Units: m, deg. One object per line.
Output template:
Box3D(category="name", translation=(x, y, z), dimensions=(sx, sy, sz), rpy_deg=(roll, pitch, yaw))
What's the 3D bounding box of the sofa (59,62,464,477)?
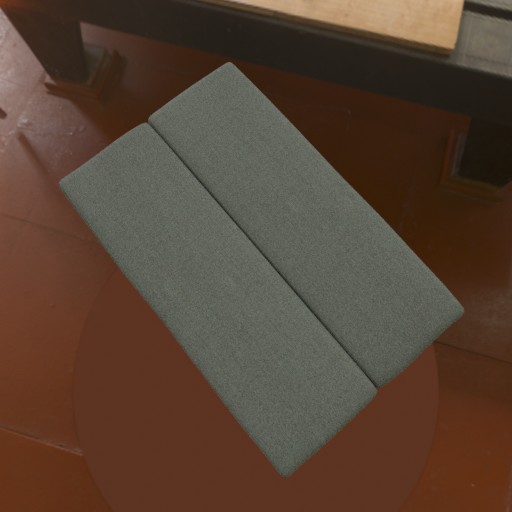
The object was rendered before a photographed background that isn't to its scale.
Box3D(category="sofa", translation=(0.000, 0.000, 1.672), dimensions=(0.817, 0.434, 1.250), rpy_deg=(-39, 79, -9))
